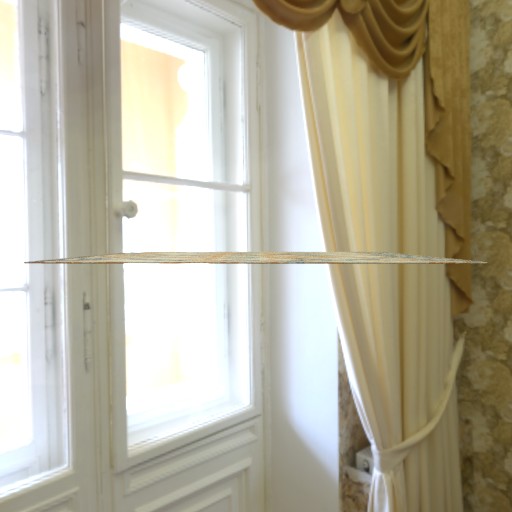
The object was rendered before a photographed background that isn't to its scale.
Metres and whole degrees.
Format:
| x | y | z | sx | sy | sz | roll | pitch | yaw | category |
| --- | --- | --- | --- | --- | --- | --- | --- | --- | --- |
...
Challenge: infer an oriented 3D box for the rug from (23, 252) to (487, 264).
| x | y | z | sx | sy | sz | roll | pitch | yaw | category |
| --- | --- | --- | --- | --- | --- | --- | --- | --- | --- |
| 0.000 | 0.000 | 4.112 | 3.048 | 0.010 | 2.439 | 0 | 2 | 1 | rug |
